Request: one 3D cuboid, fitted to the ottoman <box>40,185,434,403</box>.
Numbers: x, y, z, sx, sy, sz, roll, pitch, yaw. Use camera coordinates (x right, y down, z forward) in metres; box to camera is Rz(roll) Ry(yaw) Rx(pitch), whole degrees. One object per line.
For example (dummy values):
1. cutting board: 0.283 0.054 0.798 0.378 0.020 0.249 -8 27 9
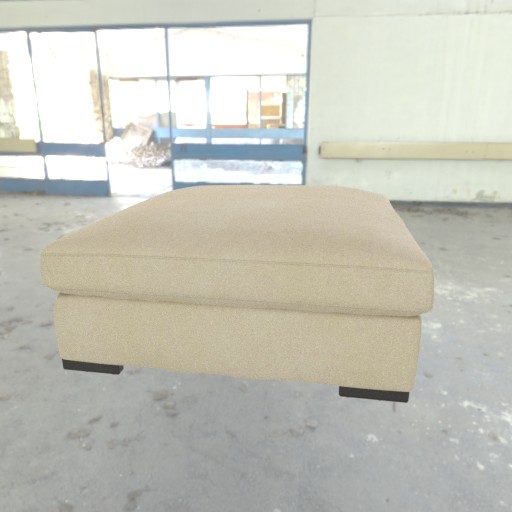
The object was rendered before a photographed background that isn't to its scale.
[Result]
1. ottoman: 0.000 0.000 1.865 1.190 0.522 1.205 3 17 9
